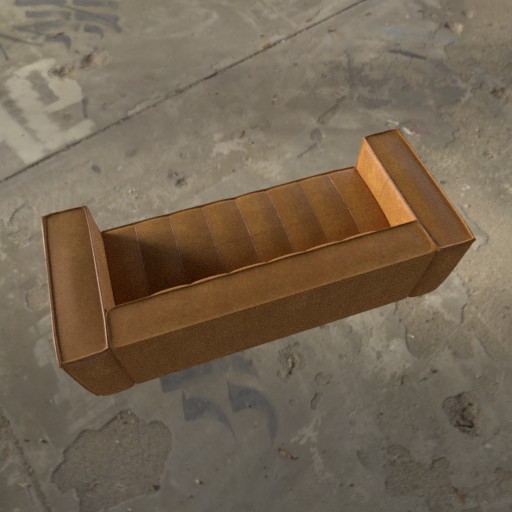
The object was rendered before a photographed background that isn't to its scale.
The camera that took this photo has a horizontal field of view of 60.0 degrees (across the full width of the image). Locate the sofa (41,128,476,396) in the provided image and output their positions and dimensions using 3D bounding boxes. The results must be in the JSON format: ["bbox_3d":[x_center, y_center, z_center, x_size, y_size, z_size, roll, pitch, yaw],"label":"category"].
[{"bbox_3d":[0.000,0.000,3.055,2.581,0.701,1.102,-16,60,-10],"label":"sofa"}]
